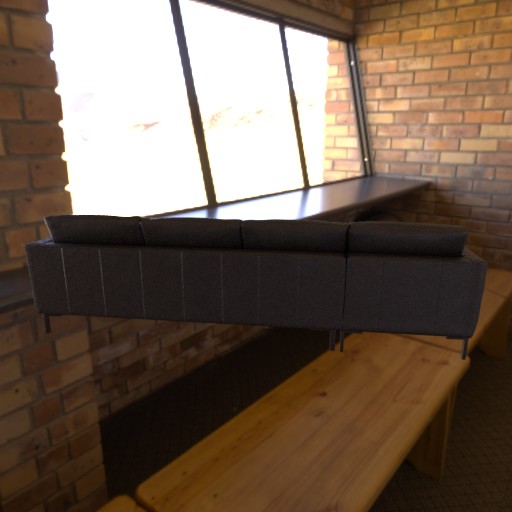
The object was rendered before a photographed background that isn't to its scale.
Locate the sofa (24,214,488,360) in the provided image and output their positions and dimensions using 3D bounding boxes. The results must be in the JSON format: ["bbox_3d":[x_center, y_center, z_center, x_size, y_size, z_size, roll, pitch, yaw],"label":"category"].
[{"bbox_3d":[0.000,0.000,3.563,2.993,0.859,1.471,2,16,7],"label":"sofa"}]
